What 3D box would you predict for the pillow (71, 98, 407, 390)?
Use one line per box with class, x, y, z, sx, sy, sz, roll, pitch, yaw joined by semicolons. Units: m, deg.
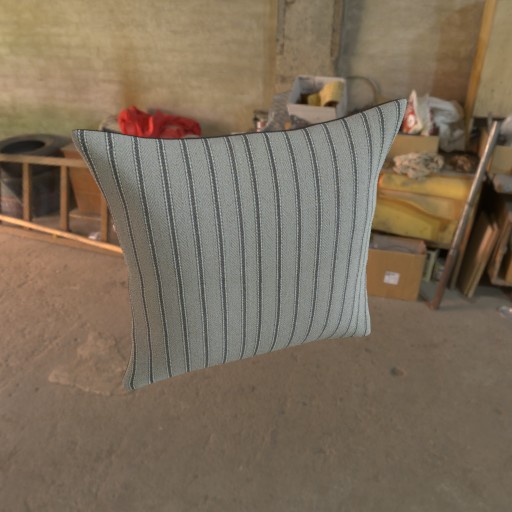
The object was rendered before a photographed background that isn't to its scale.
pillow;0.000;0.000;0.695;0.468;0.444;0.138;-10;33;-15
